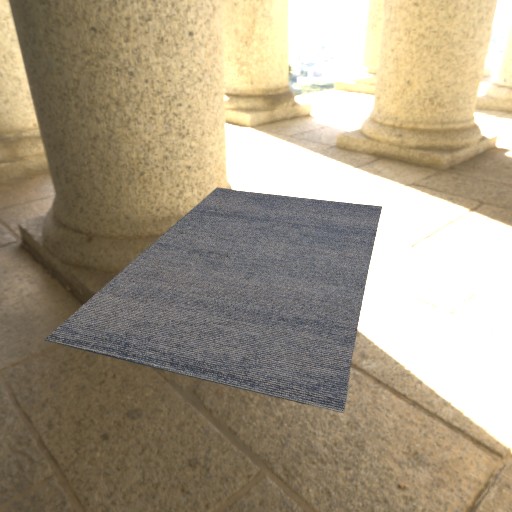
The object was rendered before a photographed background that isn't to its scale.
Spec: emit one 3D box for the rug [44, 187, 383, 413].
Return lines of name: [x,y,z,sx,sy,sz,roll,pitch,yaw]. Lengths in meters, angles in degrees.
rug: [0.000,0.000,2.246,1.135,0.010,1.740,9,30,16]
